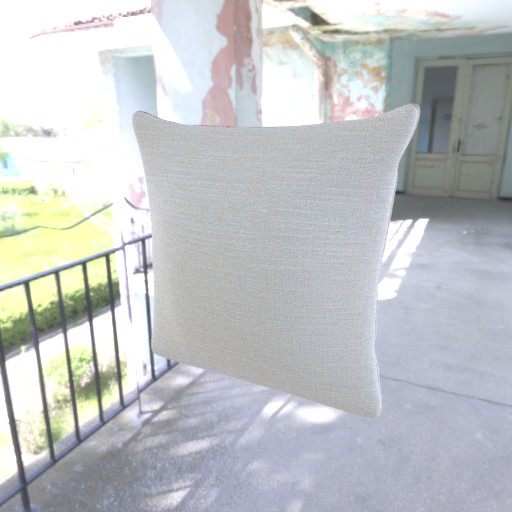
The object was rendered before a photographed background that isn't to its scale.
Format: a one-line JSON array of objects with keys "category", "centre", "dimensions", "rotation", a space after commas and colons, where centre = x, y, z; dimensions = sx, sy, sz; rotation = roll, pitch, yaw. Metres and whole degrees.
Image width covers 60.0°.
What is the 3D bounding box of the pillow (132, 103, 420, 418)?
[{"category": "pillow", "centre": [0.000, 0.000, 0.702], "dimensions": [0.451, 0.449, 0.191], "rotation": [9, 19, 26]}]
